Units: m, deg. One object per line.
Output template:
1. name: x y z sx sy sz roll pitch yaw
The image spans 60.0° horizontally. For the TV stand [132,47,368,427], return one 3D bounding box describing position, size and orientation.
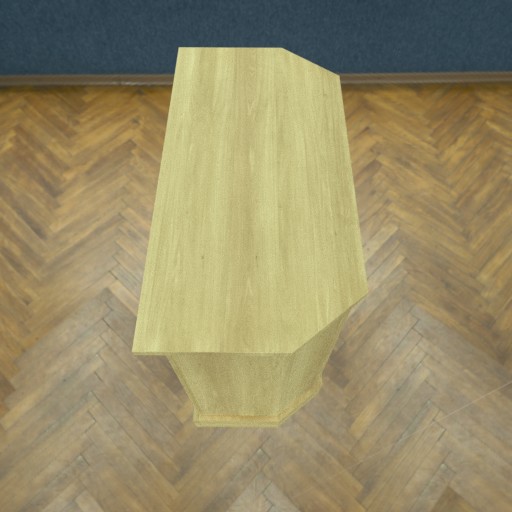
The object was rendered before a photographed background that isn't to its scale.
1. TV stand: 0.000 0.000 1.322 0.425 0.781 0.851 0 59 0
